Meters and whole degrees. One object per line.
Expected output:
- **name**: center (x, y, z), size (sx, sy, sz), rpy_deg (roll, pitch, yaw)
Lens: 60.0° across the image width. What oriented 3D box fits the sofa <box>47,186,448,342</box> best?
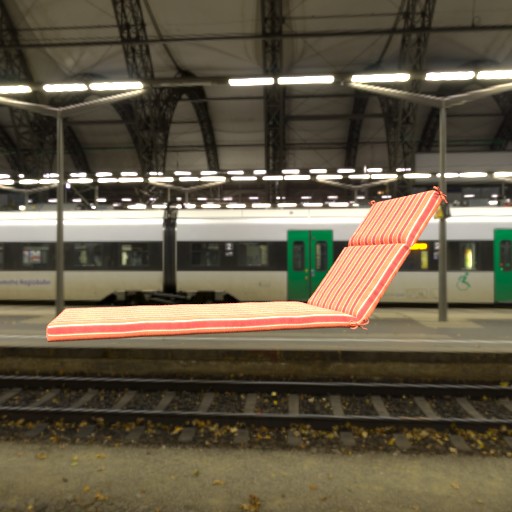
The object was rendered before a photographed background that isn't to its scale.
- **sofa**: center (0.000, 0.000, 2.003), size (1.663, 0.622, 0.582), rpy_deg (0, 0, -17)
